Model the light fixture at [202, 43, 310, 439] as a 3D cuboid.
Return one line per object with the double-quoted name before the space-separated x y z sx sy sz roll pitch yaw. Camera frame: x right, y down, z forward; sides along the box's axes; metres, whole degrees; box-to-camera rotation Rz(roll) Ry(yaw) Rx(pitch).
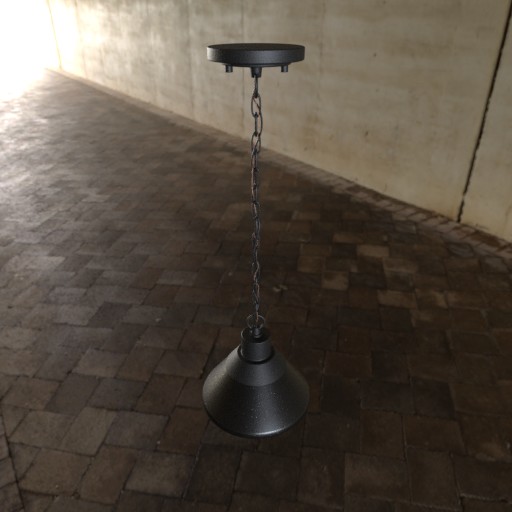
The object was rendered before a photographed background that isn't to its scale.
"light fixture" 0.000 0.000 0.686 0.201 0.588 0.201 -1 29 -2
